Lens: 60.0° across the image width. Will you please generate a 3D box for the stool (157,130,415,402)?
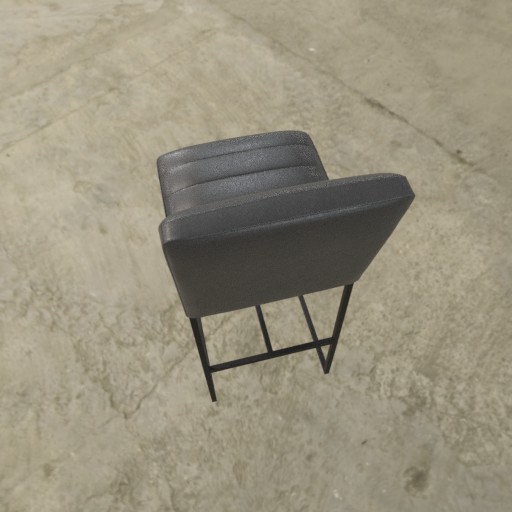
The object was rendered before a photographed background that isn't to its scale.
[{"bbox_3d":[0.000,0.000,1.300,0.457,1.040,0.552,-12,57,-8],"label":"stool"}]
